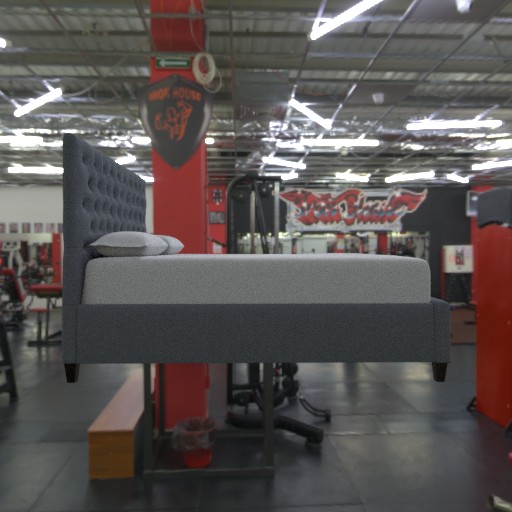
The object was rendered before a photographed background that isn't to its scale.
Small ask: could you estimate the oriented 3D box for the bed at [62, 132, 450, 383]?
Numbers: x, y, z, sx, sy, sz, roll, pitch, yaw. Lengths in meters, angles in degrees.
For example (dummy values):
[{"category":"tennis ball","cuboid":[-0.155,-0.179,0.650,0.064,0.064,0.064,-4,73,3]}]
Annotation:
[{"category":"bed","cuboid":[0.000,0.000,3.349,2.231,1.427,1.698,0,1,0]}]
